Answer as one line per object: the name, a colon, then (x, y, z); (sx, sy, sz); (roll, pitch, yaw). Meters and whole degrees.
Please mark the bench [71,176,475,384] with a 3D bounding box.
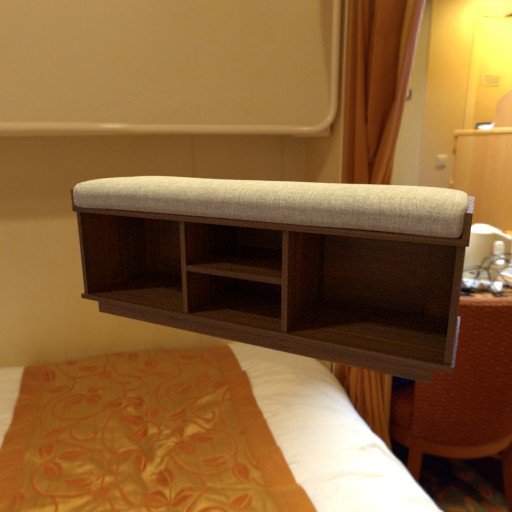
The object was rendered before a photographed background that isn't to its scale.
bench: (0.000, 0.000, 1.396); (1.196, 0.468, 0.367); (7, 16, 25)
